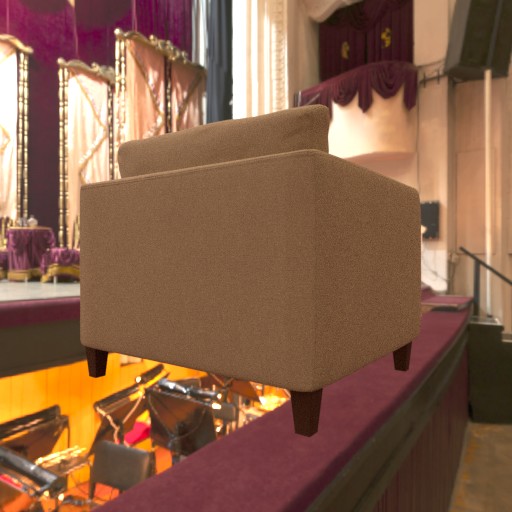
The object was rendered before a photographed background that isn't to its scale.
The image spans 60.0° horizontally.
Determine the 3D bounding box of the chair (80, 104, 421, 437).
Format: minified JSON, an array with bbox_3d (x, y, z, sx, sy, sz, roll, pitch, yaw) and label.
[{"bbox_3d":[0.000,0.000,1.824,1.107,0.961,0.959,0,0,36],"label":"chair"}]
